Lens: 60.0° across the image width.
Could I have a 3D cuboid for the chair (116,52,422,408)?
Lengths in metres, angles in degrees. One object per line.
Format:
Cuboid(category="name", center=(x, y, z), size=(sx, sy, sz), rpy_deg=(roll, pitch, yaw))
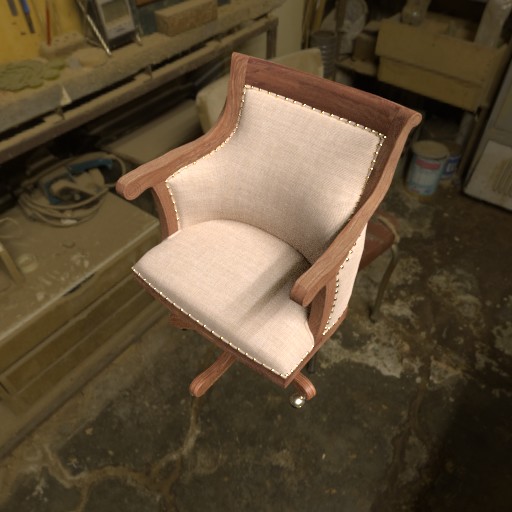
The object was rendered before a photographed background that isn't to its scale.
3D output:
Cuboid(category="chair", center=(0.000, 0.000, 1.410), size=(0.656, 0.965, 0.689), rpy_deg=(30, 53, 26))
